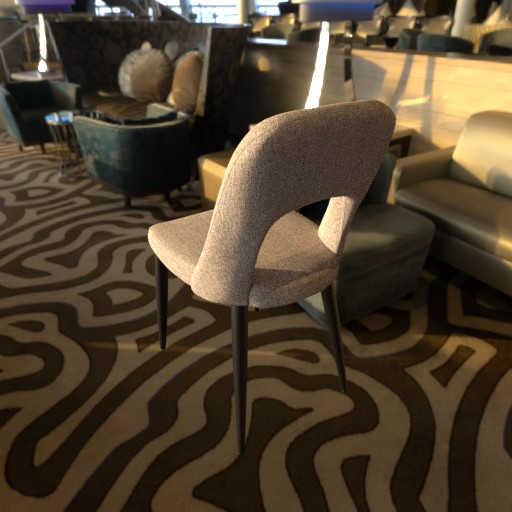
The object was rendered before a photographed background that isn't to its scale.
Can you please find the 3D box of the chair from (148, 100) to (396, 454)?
[{"bbox_3d":[0.000,0.000,1.285,0.470,0.931,0.612,-19,34,-29],"label":"chair"}]
